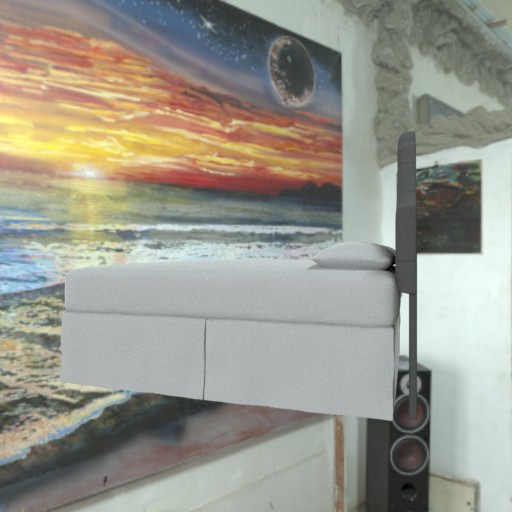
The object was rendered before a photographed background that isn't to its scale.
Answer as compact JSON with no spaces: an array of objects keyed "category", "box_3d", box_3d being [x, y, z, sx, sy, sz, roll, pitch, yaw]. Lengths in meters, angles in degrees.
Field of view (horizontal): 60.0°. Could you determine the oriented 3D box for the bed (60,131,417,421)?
[{"category":"bed","box_3d":[0.000,0.000,3.191,2.155,1.575,1.636,0,0,19]}]
